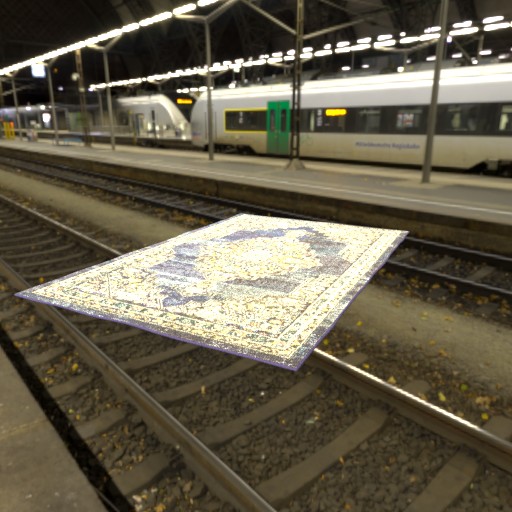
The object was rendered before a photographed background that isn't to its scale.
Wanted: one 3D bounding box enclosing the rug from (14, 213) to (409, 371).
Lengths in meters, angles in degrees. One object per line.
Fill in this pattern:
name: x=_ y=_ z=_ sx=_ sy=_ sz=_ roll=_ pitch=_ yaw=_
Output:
rug: x=0.000 y=0.000 z=2.200 sx=1.184 sy=0.012 sz=1.781 roll=9 pitch=19 yaw=26
